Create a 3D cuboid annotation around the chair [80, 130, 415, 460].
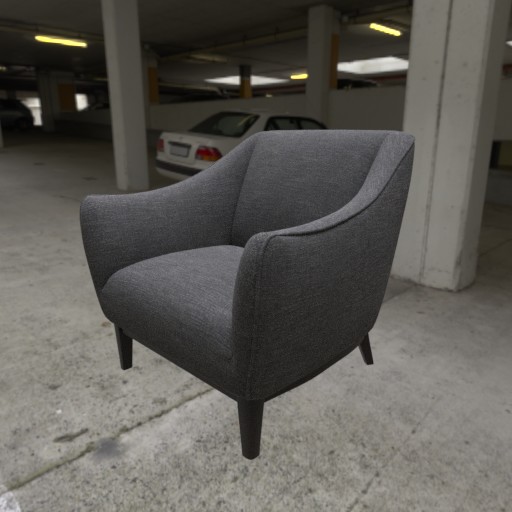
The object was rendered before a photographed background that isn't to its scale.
[{"bbox_3d":[0.000,0.000,1.513,0.870,0.829,0.851,15,22,43],"label":"chair"}]
